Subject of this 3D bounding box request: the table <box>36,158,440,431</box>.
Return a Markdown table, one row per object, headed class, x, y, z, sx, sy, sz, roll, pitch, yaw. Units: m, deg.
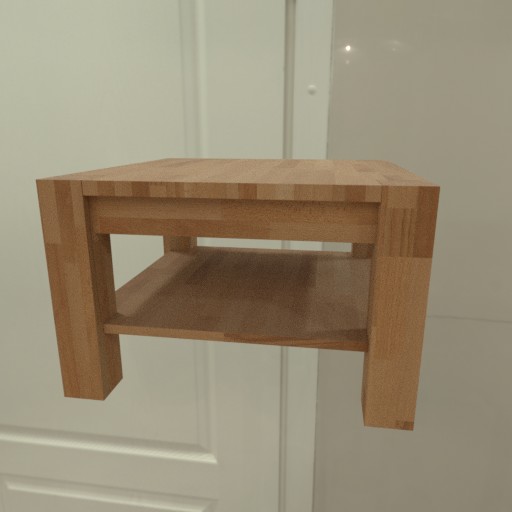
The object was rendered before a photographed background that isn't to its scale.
| class | x | y | z | sx | sy | sz | roll | pitch | yaw |
| --- | --- | --- | --- | --- | --- | --- | --- | --- | --- |
| table | 0.000 | 0.000 | 1.145 | 0.700 | 0.451 | 0.700 | 2 | 16 | 9 |
